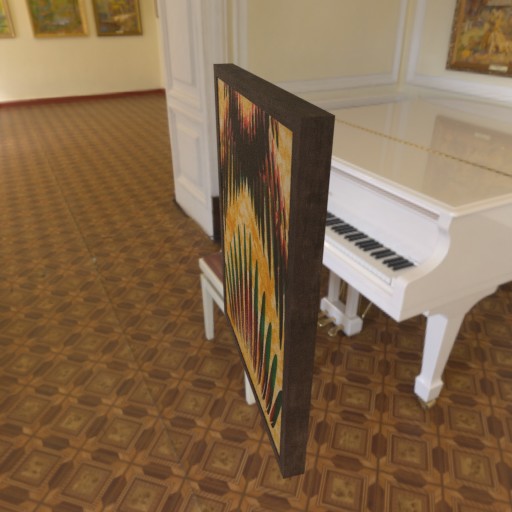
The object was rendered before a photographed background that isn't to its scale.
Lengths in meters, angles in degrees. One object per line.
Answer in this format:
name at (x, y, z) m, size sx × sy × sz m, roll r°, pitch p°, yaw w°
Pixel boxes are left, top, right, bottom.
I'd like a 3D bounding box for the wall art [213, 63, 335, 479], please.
wall art at (0.000, 0.000, 0.550) m, size 0.027 × 0.406 × 0.329 m, roll -8°, pitch 31°, yaw -13°
